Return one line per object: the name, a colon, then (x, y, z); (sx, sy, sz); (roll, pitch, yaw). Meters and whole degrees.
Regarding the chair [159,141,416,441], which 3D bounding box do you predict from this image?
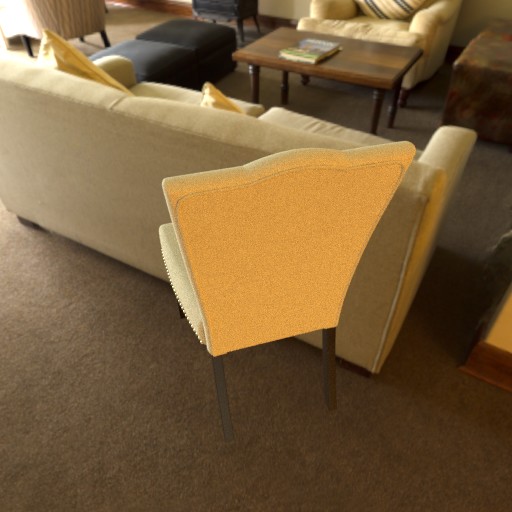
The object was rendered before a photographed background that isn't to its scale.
chair: (0.000, 0.000, 1.297); (0.518, 0.946, 0.589); (-11, 43, -12)
